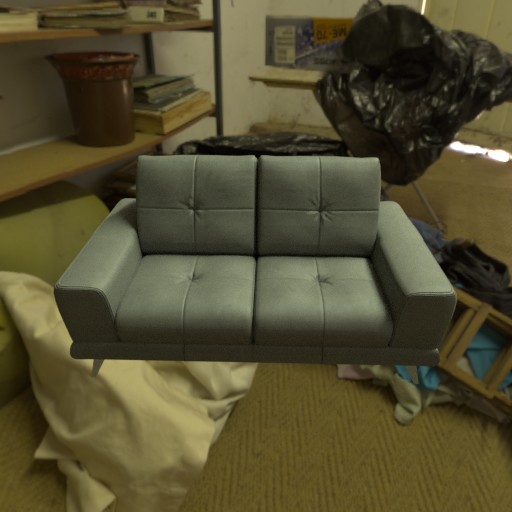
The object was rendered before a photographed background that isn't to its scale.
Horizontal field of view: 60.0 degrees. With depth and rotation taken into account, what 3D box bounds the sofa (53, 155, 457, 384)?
[{"bbox_3d":[0.000,0.000,2.382,1.806,0.907,1.018,1,30,1],"label":"sofa"}]
